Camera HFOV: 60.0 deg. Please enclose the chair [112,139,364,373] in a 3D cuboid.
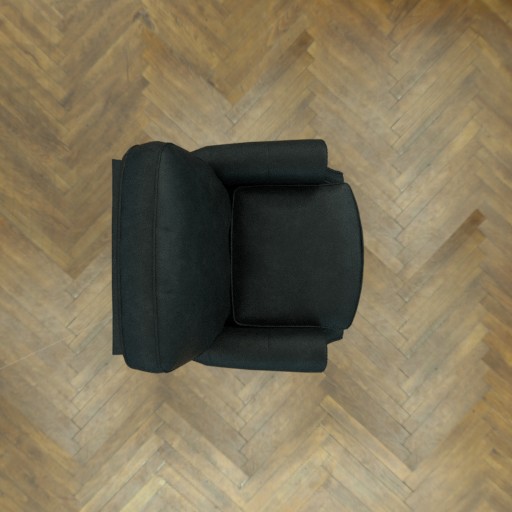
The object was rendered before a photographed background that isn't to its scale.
[{"bbox_3d":[0.000,0.000,1.840,0.986,1.018,0.936,0,90,-1],"label":"chair"}]
